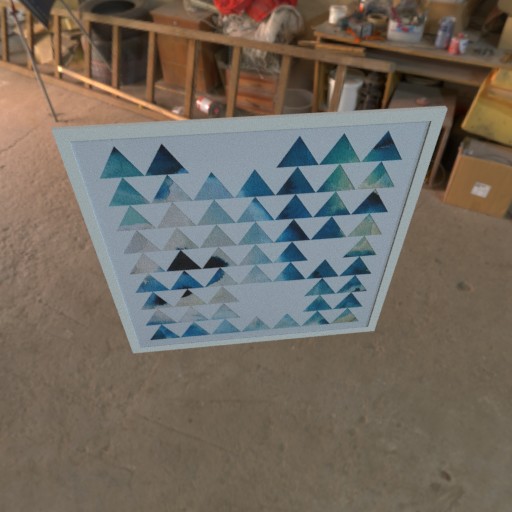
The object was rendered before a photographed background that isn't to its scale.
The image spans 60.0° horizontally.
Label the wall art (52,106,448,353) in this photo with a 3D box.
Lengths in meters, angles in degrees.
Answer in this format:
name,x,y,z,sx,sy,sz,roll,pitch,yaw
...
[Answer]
name,x,y,z,sx,sy,sz,roll,pitch,yaw
wall art,0.000,0.000,1.195,0.809,0.809,0.012,-4,46,-4
